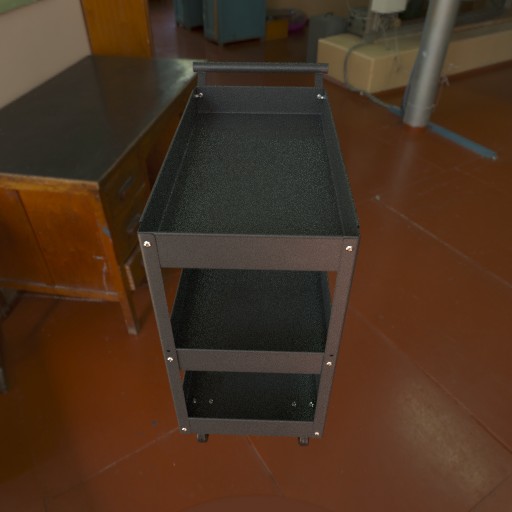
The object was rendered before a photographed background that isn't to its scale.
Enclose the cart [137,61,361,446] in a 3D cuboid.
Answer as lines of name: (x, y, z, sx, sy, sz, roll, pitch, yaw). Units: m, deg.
cart: (0.000, 0.000, 1.179, 0.366, 0.780, 0.719, 1, 40, 2)
